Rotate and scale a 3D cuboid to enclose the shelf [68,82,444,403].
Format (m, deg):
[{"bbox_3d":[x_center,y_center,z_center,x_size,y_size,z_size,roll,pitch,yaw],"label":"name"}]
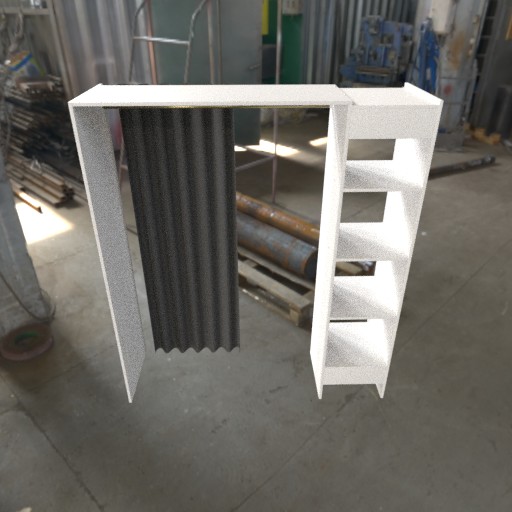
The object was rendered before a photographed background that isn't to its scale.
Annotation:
[{"bbox_3d":[0.000,0.000,2.553,1.600,1.810,0.500,-1,30,-1],"label":"shelf"}]
